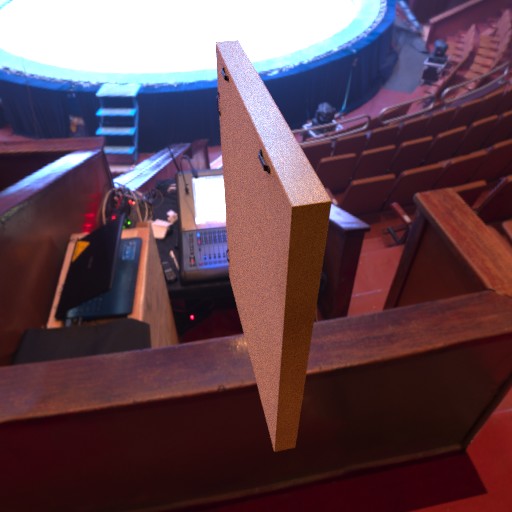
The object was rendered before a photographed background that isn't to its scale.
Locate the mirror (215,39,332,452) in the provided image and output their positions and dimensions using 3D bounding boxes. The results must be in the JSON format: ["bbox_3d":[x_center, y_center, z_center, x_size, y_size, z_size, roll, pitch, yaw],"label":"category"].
[{"bbox_3d":[0.000,0.000,0.694,0.041,0.509,0.406,-9,45,-9],"label":"mirror"}]
